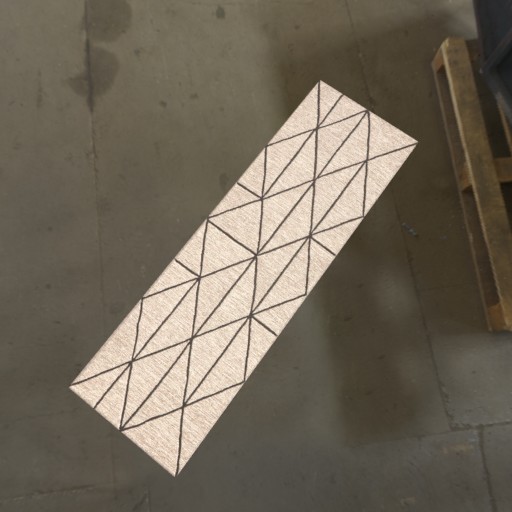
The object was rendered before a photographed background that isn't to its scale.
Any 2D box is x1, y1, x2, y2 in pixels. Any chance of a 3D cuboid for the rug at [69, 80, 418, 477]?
[{"bbox_3d":[0.000,0.000,2.634,0.762,0.012,2.438,36,78,9],"label":"rug"}]
